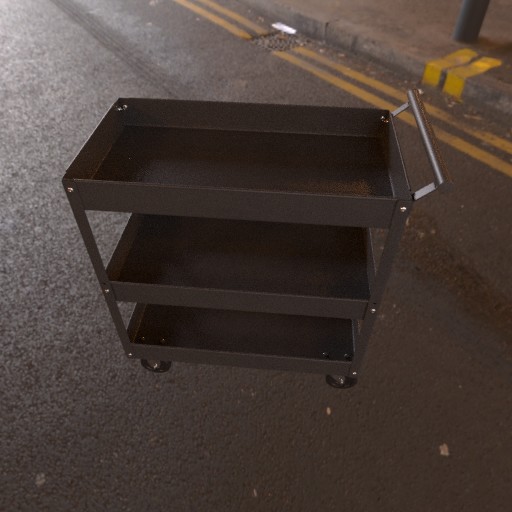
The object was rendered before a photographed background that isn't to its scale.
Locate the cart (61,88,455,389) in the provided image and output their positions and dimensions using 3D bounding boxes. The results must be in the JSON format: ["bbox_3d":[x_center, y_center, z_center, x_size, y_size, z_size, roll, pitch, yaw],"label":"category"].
[{"bbox_3d":[0.000,0.000,1.179,0.719,0.780,0.366,4,45,4],"label":"cart"}]
